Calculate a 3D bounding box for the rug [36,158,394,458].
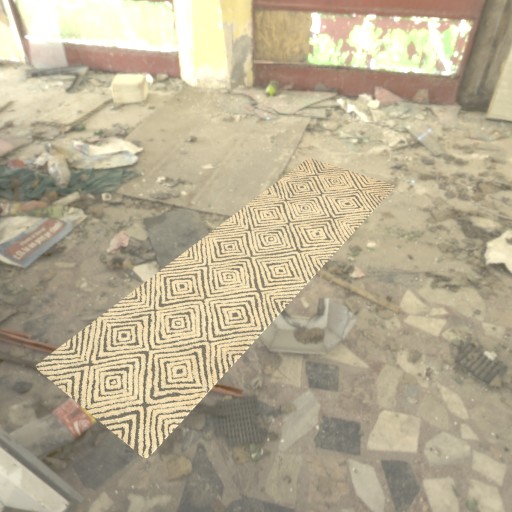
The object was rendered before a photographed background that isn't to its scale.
[{"bbox_3d":[0.000,0.000,2.434,0.676,0.008,2.277,25,46,26],"label":"rug"}]
